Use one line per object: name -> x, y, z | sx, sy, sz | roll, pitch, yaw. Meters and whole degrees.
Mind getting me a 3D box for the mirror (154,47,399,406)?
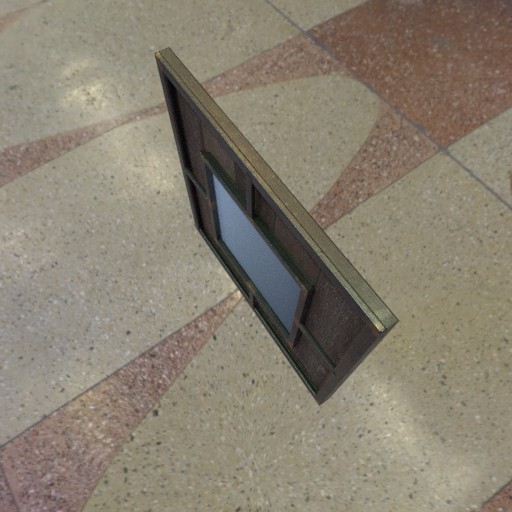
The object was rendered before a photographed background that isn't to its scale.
mirror -> 0.000, 0.000, 0.588 | 0.020, 0.381, 0.382 | -31, 67, -14
